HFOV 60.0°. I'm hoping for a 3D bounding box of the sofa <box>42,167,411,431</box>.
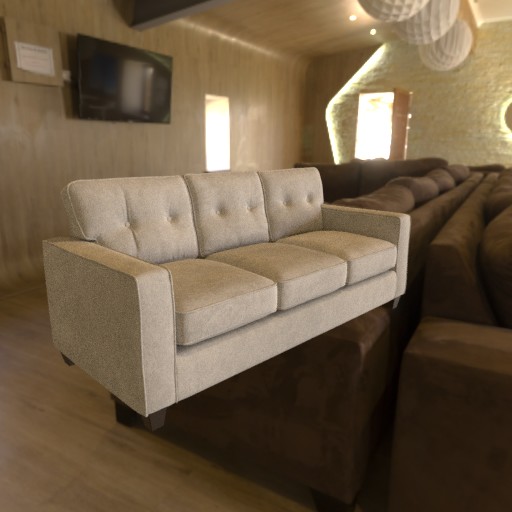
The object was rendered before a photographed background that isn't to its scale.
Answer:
[{"bbox_3d":[0.000,0.000,2.647,2.133,0.965,0.939,-14,19,-43],"label":"sofa"}]
